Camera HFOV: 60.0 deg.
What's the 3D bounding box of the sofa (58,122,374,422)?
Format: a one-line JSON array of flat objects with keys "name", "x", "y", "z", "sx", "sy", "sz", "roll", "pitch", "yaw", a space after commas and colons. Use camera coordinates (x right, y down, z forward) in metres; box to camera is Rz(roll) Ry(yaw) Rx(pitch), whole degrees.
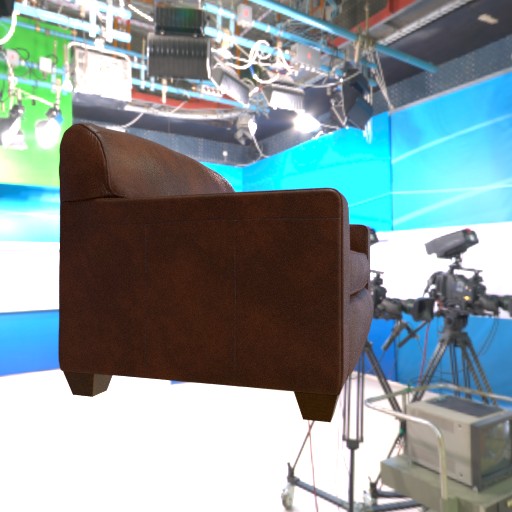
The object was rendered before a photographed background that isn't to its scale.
[{"name": "sofa", "x": 0.000, "y": 0.000, "z": 1.997, "sx": 1.000, "sy": 0.956, "sz": 1.413, "roll": 0, "pitch": -1, "yaw": 17}]
